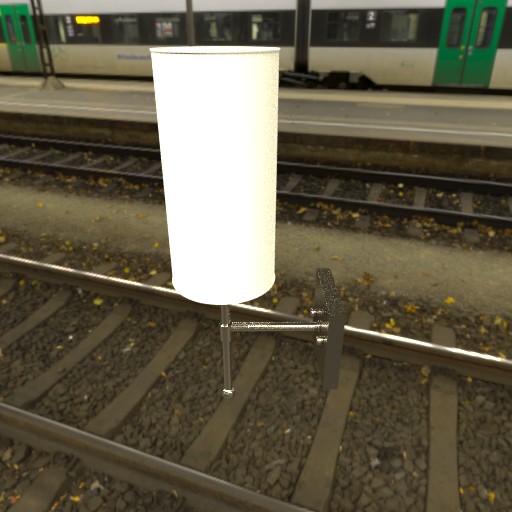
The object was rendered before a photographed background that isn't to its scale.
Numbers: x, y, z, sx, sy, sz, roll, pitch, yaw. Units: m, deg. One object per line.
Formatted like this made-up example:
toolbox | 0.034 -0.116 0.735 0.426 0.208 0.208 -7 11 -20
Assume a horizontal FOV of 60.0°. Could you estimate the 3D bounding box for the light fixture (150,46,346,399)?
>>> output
light fixture | 0.000 0.000 0.544 0.208 0.462 0.128 0 27 -1
